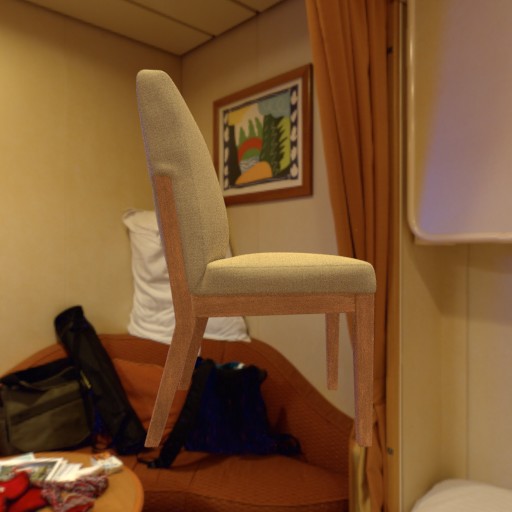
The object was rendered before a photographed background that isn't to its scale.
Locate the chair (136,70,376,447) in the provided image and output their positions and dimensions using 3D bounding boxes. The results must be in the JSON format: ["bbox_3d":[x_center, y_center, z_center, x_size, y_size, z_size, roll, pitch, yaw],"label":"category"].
[{"bbox_3d":[0.000,0.000,1.293,0.586,0.911,0.507,0,0,0],"label":"chair"}]
